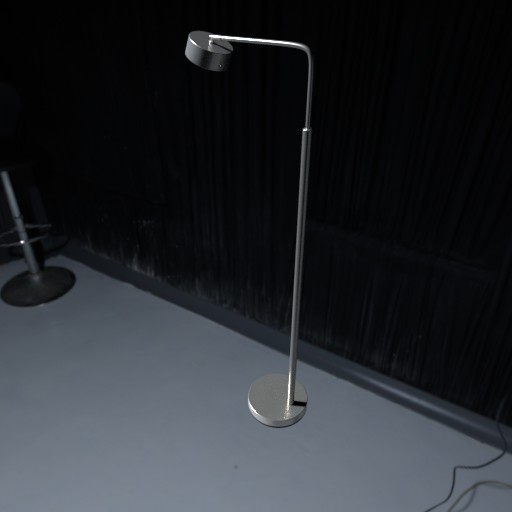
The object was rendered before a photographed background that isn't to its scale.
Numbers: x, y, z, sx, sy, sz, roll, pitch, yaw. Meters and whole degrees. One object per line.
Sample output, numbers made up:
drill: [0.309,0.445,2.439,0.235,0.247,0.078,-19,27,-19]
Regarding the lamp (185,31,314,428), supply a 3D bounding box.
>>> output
lamp: [0.000,0.000,1.399,0.421,1.250,0.222,20,38,29]
